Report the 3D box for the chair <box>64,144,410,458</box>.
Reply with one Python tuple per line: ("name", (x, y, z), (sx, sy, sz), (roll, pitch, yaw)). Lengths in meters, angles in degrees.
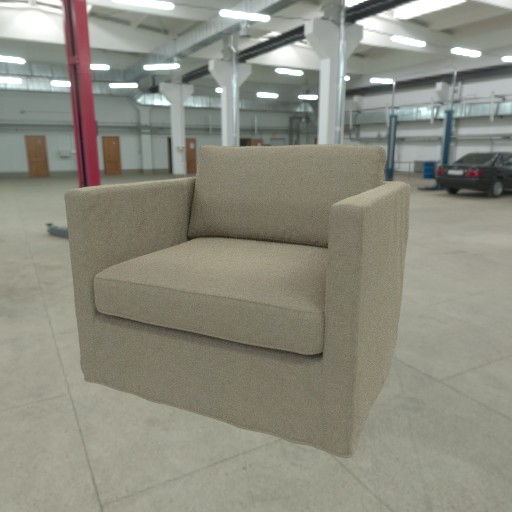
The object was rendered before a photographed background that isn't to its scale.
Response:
("chair", (0.000, 0.000, 1.752), (1.057, 0.863, 0.949), (6, 15, 25))
